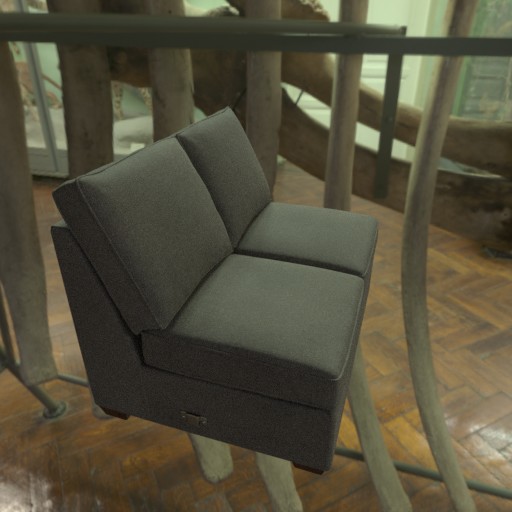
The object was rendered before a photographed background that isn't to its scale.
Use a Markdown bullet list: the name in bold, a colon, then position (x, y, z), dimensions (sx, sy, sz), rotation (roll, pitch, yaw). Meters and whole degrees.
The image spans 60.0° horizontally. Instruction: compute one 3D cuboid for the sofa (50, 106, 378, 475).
- **sofa**: position (0.000, 0.000, 1.907), dimensions (0.951, 1.008, 1.237), rotation (9, 30, 16)
